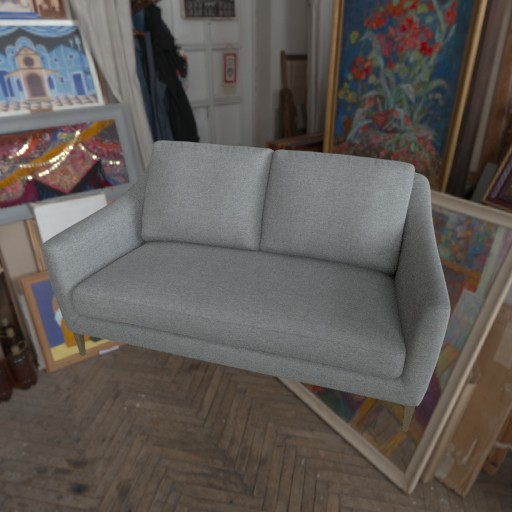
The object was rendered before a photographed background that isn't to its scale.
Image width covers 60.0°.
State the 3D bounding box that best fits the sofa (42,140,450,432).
[{"bbox_3d":[0.000,0.000,2.103,1.619,0.904,0.960,8,28,16],"label":"sofa"}]
